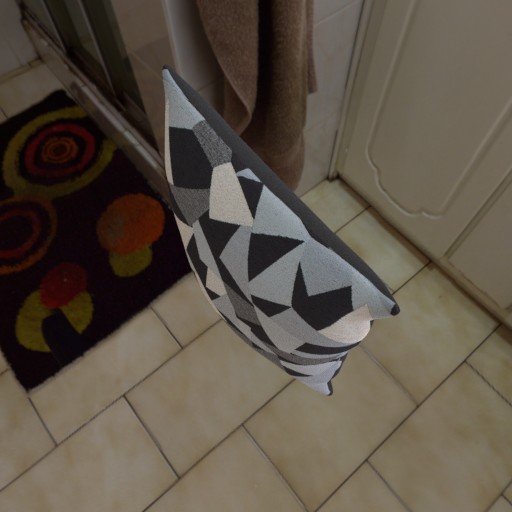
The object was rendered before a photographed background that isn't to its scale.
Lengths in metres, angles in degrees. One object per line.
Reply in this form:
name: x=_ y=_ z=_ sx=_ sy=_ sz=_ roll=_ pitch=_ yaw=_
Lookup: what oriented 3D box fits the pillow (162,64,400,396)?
pillow: x=0.000 y=0.000 z=0.789 sx=0.208 sy=0.496 sz=0.503 roll=-34 pitch=68 yaw=-16
